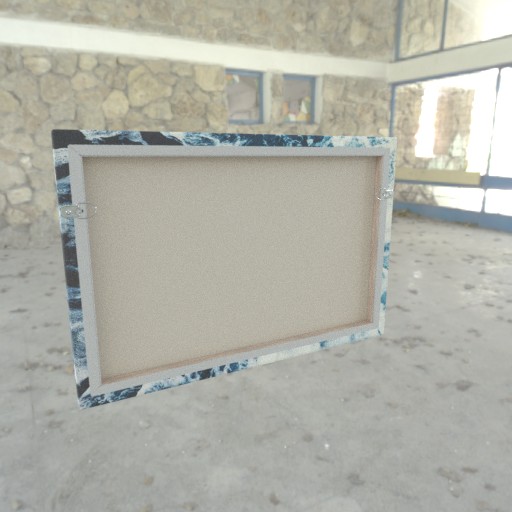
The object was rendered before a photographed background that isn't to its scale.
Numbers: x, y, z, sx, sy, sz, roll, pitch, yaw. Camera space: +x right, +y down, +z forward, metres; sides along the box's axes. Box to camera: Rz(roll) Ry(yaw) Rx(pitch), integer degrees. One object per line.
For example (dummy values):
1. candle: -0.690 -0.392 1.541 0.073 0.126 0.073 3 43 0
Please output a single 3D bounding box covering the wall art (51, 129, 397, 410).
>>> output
1. wall art: 0.000 0.000 1.918 1.524 1.017 0.055 -7 15 -27
